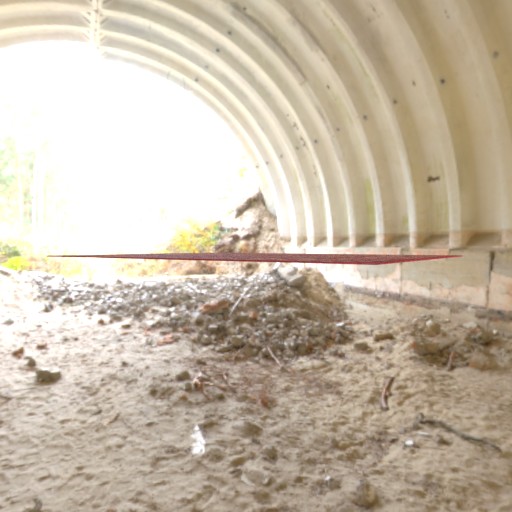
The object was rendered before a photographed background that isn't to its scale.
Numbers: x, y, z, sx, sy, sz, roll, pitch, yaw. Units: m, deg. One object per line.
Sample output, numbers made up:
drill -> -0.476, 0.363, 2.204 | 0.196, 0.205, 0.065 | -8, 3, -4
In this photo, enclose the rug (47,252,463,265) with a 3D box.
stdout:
rug -> 0.000, 0.000, 4.339 | 3.306, 0.011, 2.389 | 1, 2, 35
